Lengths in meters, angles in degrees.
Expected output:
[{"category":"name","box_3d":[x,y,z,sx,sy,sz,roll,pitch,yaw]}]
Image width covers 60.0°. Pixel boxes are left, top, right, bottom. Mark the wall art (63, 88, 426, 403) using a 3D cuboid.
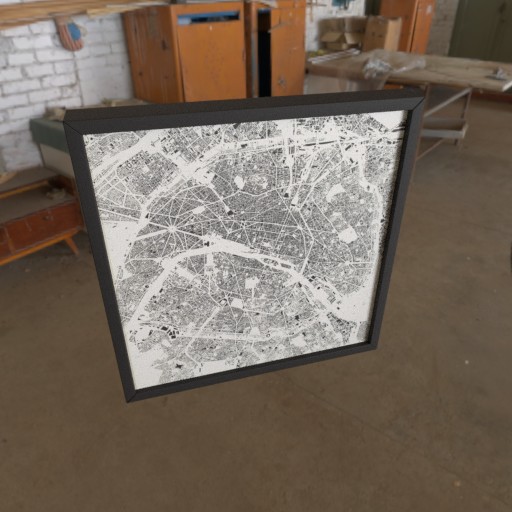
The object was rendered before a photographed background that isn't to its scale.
[{"category":"wall art","box_3d":[0.000,0.000,0.454,0.305,0.305,0.037,-9,33,-14]}]
